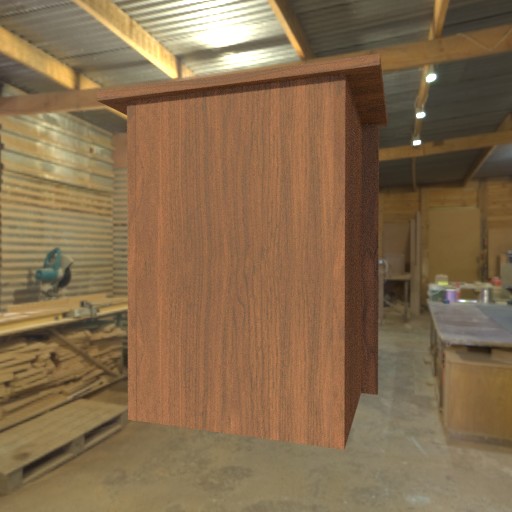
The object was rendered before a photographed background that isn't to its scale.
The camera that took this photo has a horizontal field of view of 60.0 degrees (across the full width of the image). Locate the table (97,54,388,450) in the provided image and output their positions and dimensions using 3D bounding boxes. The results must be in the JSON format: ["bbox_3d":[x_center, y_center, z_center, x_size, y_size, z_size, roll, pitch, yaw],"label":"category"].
[{"bbox_3d":[0.000,0.000,1.062,0.589,0.711,0.406,0,1,18],"label":"table"}]
